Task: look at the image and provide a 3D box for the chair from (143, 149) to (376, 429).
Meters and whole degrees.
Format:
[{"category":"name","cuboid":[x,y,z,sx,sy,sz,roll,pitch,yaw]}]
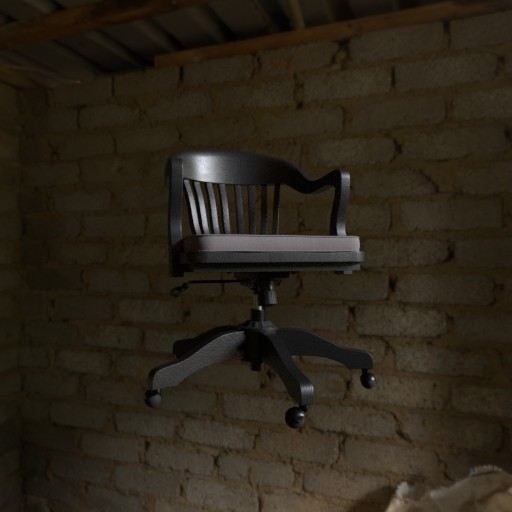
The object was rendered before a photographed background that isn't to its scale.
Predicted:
[{"category":"chair","cuboid":[0.000,0.000,1.487,0.750,0.878,0.788,0,0,-19]}]
